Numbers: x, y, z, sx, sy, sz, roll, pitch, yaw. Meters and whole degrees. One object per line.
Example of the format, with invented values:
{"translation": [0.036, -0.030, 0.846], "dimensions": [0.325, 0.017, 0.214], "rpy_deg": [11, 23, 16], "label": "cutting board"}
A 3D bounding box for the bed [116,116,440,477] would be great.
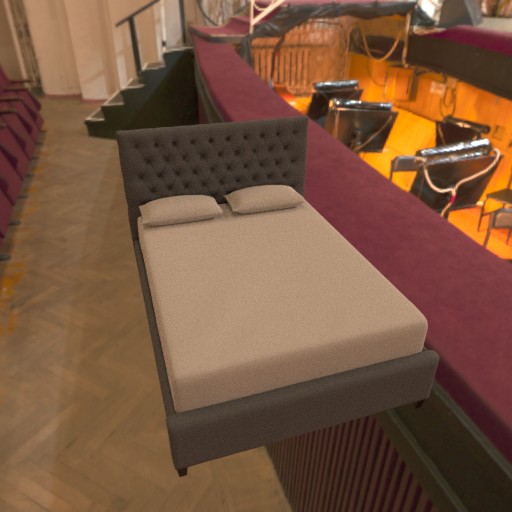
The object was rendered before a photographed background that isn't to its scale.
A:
{"translation": [0.000, 0.000, 3.273], "dimensions": [1.698, 1.427, 2.231], "rpy_deg": [-9, 32, -15], "label": "bed"}
